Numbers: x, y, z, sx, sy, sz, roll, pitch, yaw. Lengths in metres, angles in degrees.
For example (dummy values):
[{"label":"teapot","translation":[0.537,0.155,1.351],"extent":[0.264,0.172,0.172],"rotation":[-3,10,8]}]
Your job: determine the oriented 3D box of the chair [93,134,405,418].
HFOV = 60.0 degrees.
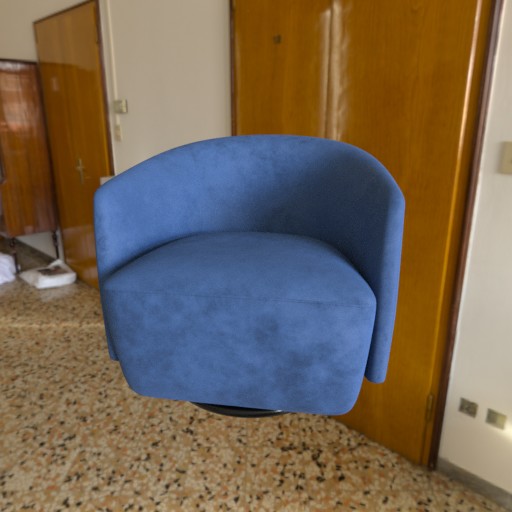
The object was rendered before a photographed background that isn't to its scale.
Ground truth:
[{"label":"chair","translation":[0.000,0.000,1.357],"extent":[0.773,0.698,0.767],"rotation":[3,17,9]}]
